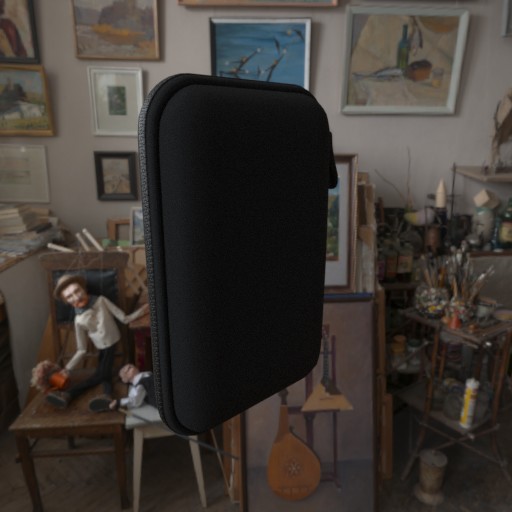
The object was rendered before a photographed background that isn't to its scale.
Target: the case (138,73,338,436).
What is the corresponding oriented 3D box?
[{"bbox_3d":[0.000,0.000,0.199,0.107,0.147,0.030,-14,21,-41],"label":"case"}]
